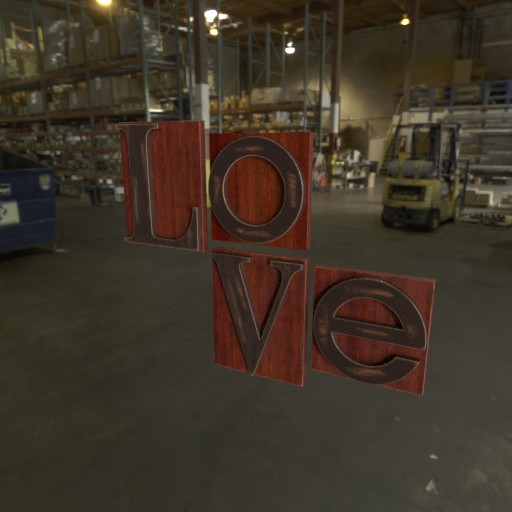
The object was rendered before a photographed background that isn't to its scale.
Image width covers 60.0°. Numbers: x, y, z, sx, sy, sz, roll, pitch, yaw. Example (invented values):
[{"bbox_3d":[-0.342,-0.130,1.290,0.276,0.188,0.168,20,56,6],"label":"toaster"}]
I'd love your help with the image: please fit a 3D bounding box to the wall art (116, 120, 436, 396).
[{"bbox_3d":[0.000,0.000,0.839,0.635,0.497,0.030,7,16,26],"label":"wall art"}]
